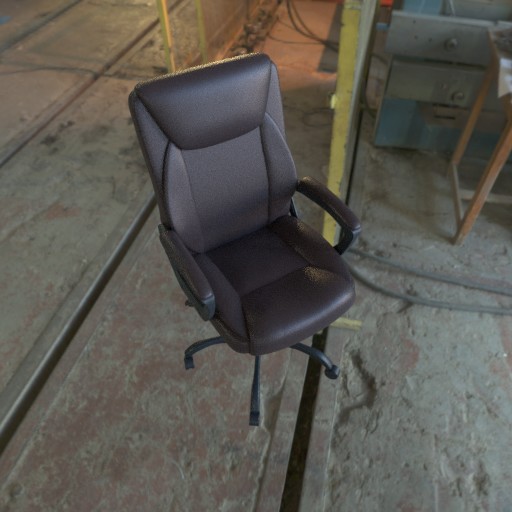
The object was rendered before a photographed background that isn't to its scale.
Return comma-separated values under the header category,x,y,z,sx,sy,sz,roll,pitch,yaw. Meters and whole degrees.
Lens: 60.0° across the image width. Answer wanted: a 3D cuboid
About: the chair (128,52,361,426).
category,x,y,z,sx,sy,sz,roll,pitch,yaw
chair,0.000,0.000,1.476,0.615,1.072,0.655,-24,51,-21
